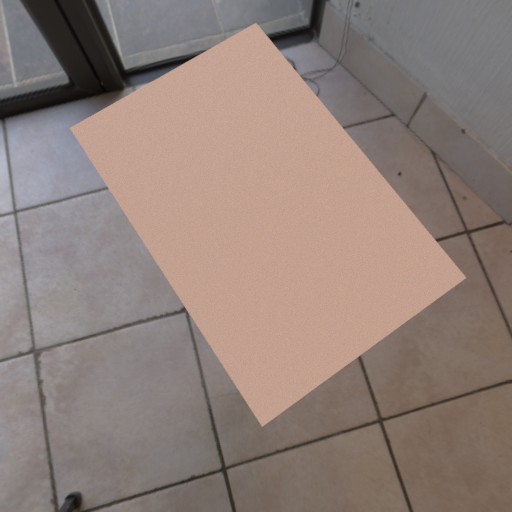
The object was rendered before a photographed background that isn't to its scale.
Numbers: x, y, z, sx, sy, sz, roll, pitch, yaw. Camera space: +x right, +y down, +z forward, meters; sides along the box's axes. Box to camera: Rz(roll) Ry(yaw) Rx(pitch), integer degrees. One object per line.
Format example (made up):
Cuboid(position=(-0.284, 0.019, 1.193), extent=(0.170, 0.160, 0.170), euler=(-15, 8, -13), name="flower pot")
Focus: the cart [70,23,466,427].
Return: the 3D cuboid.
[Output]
Cuboid(position=(0.000, 0.000, 1.247), extent=(0.442, 0.864, 0.683), euler=(-33, 77, -8), name="cart")
